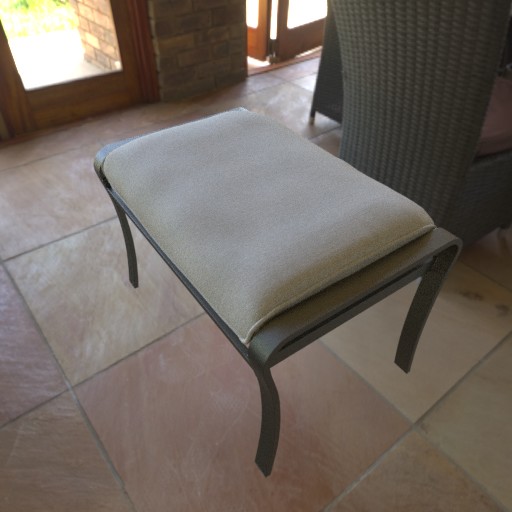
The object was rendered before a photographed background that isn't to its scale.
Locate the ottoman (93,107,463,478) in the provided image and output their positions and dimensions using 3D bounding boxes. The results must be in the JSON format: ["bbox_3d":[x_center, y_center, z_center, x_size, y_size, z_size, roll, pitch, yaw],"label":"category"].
[{"bbox_3d":[0.000,0.000,0.921,0.406,0.422,0.610,-25,47,-25],"label":"ottoman"}]
